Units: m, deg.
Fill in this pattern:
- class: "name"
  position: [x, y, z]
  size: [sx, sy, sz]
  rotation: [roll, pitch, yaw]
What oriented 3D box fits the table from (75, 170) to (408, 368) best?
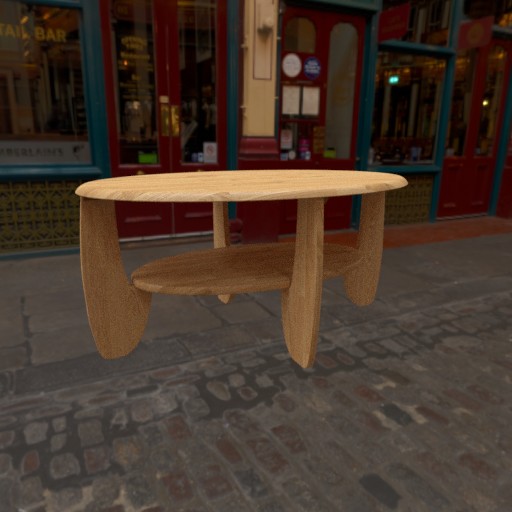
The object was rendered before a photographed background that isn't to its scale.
- class: "table"
  position: [0.000, 0.000, 1.413]
  size: [1.040, 0.490, 0.690]
  rotation: [-7, 17, -26]
